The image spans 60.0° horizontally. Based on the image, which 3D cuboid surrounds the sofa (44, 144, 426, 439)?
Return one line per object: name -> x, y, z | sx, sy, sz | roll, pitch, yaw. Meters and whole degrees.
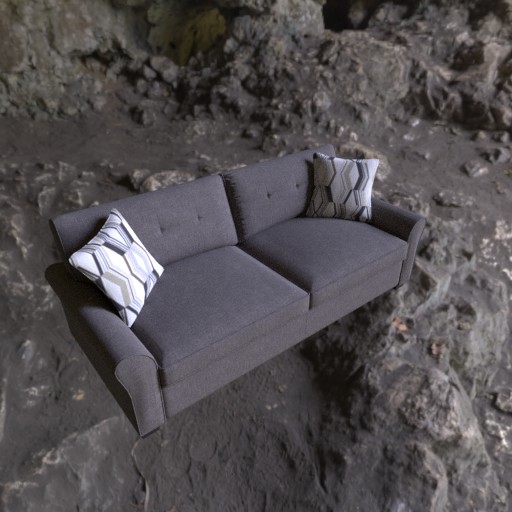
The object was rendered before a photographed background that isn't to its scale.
sofa -> 0.000, 0.000, 2.515 | 2.032, 0.813, 0.889 | -22, 37, -32
